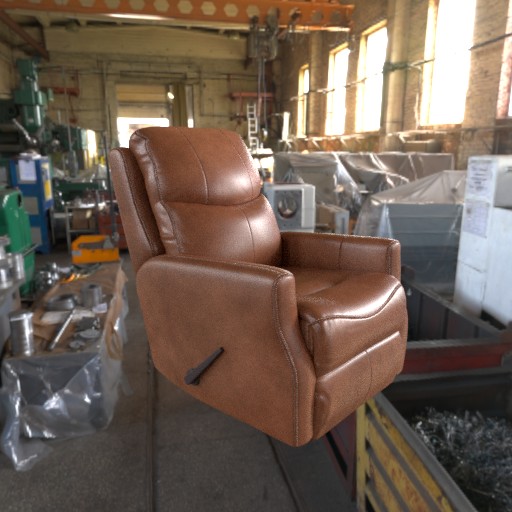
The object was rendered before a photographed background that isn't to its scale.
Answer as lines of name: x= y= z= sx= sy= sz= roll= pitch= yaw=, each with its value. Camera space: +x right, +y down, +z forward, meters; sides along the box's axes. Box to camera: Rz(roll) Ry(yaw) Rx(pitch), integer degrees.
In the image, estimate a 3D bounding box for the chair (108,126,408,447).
chair: x=0.000 y=0.000 z=1.771 sx=1.072 sy=1.016 sz=0.821 roll=12 pitch=18 yaw=42
